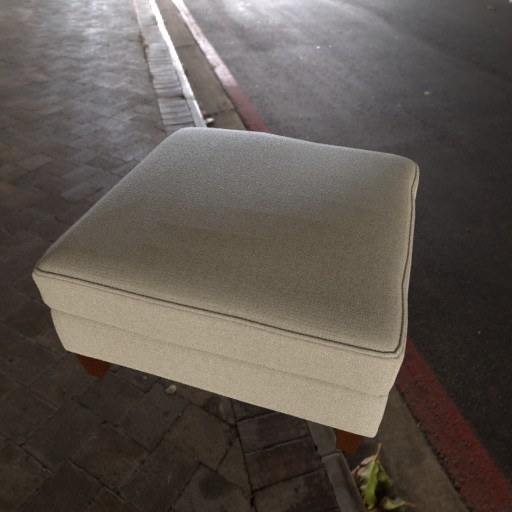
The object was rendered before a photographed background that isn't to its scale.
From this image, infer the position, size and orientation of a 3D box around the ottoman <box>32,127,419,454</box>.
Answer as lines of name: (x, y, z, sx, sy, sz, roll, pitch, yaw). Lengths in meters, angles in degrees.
ottoman: (0.000, 0.000, 1.315, 0.838, 0.478, 0.838, 12, 41, 14)
